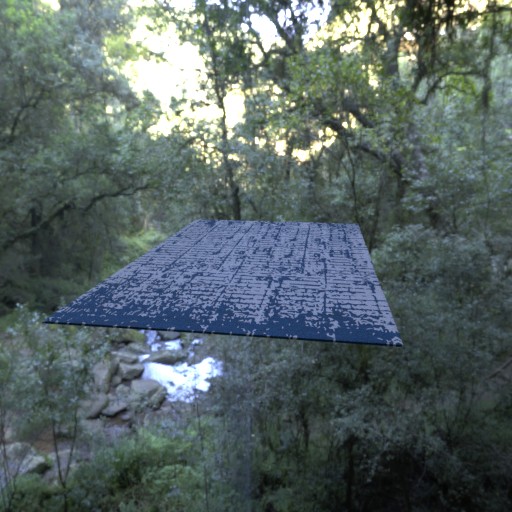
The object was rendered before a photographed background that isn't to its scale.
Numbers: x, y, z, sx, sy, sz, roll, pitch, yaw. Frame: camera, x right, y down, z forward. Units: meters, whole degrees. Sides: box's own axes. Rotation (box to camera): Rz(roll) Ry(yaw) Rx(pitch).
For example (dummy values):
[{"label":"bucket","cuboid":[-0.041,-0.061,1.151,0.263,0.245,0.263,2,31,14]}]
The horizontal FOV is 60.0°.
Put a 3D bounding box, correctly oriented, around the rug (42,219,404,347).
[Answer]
[{"label":"rug","cuboid":[0.000,0.000,2.973,1.517,0.011,2.435,2,15,8]}]
